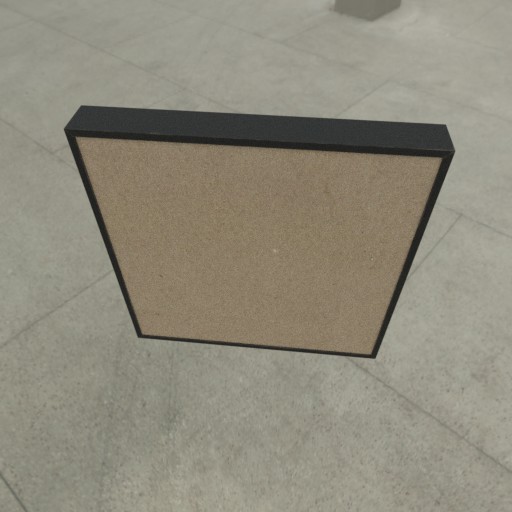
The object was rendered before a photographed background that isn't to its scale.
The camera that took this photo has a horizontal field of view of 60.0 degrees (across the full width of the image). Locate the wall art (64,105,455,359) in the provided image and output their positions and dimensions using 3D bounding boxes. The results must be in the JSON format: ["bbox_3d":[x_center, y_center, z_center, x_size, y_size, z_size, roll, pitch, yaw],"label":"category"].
[{"bbox_3d":[0.000,0.000,0.467,0.305,0.305,0.038,4,47,4],"label":"wall art"}]
